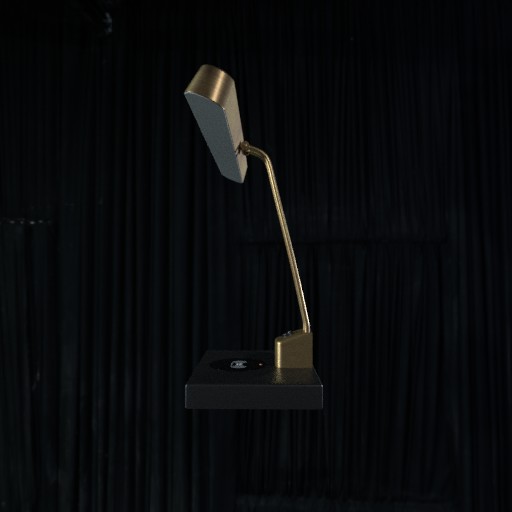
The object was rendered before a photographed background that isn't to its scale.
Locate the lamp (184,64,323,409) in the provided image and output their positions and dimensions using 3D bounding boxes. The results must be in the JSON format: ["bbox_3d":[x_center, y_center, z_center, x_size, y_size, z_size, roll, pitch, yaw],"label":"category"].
[{"bbox_3d":[0.000,0.000,0.591,0.156,0.345,0.412,0,-1,1],"label":"lamp"}]
